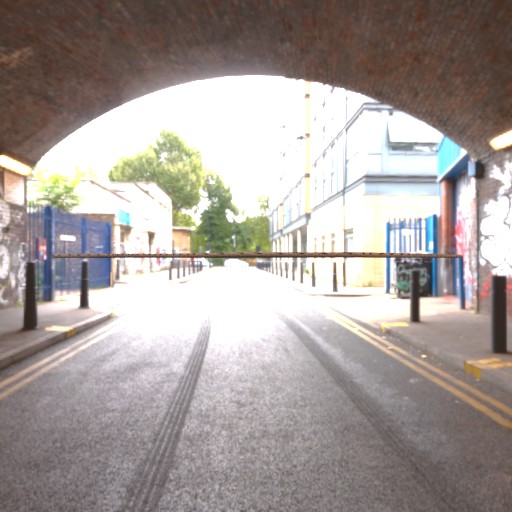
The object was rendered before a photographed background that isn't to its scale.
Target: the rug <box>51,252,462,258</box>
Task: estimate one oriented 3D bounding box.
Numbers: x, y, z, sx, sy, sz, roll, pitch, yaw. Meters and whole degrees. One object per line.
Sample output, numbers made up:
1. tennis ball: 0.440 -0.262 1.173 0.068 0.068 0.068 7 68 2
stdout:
1. rug: 0.000 0.000 3.284 2.449 0.028 1.829 0 0 37
